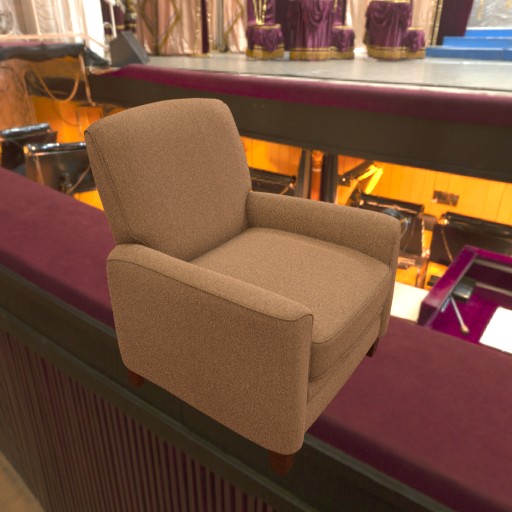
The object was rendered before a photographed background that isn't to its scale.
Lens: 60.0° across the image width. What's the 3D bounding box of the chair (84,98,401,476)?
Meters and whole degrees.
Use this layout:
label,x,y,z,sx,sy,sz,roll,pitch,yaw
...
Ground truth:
label,x,y,z,sx,sy,sz,roll,pitch,yaw
chair,0.000,0.000,1.609,0.864,1.014,0.848,18,32,31
